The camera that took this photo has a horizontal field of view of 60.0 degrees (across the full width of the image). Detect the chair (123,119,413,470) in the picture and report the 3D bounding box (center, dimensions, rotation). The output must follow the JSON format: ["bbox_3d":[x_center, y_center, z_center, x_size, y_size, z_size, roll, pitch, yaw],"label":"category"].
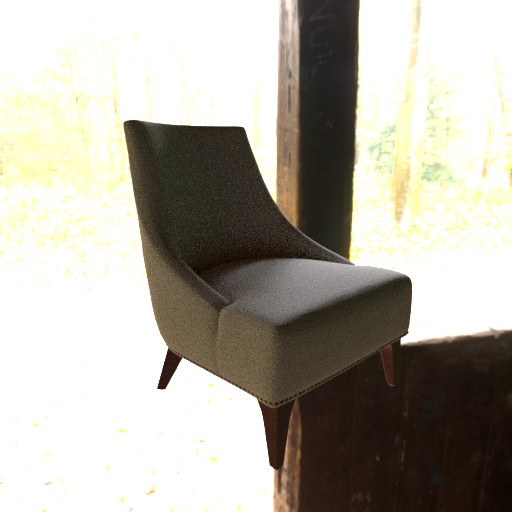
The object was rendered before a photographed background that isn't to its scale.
[{"bbox_3d":[0.000,0.000,1.523,0.701,0.909,0.861,-12,18,-43],"label":"chair"}]
